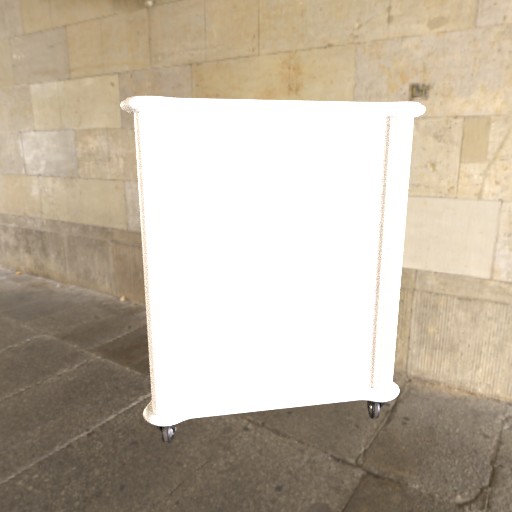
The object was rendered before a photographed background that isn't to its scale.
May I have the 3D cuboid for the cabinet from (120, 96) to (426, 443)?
[{"bbox_3d":[0.000,0.000,1.228,0.628,0.761,0.627,-3,14,-11],"label":"cabinet"}]
